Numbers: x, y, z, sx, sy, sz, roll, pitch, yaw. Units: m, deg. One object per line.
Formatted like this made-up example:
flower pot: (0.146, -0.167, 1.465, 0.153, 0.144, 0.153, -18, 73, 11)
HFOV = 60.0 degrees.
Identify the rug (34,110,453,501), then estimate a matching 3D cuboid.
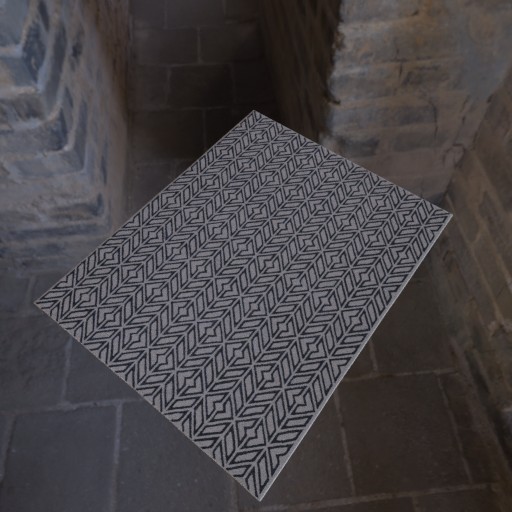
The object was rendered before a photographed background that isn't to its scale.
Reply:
rug: (0.000, 0.000, 4.007, 2.421, 0.008, 3.045, 33, 64, 19)
